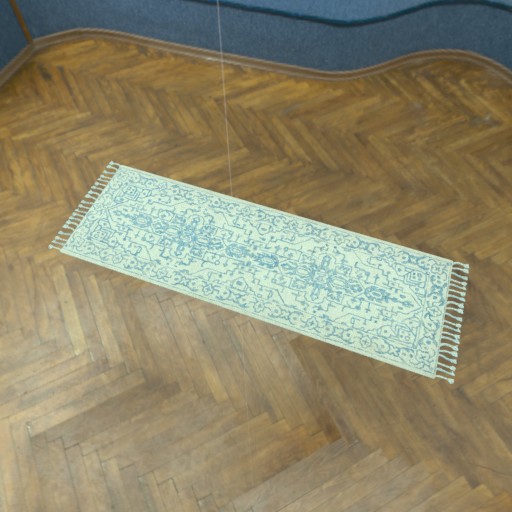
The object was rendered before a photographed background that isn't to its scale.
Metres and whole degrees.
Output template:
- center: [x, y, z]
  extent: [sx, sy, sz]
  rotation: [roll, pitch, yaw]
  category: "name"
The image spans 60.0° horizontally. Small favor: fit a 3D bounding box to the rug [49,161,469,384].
- center: [0.000, 0.000, 2.689]
  extent: [2.449, 0.011, 0.774]
  rotation: [17, 60, 10]
  category: "rug"
